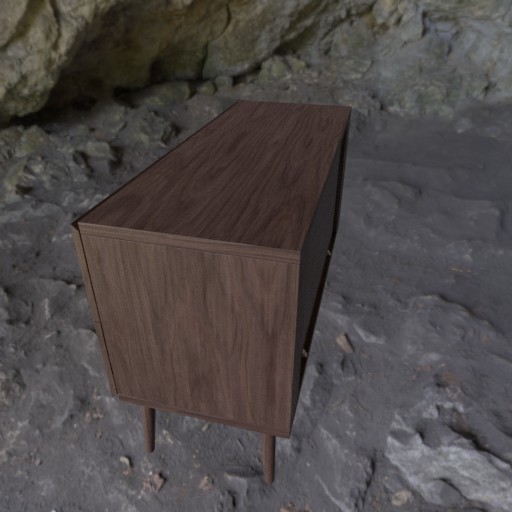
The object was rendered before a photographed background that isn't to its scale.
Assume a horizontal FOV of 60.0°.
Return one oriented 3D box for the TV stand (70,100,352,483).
[{"bbox_3d":[0.000,0.000,1.300,0.405,0.660,0.990,8,32,13],"label":"TV stand"}]
